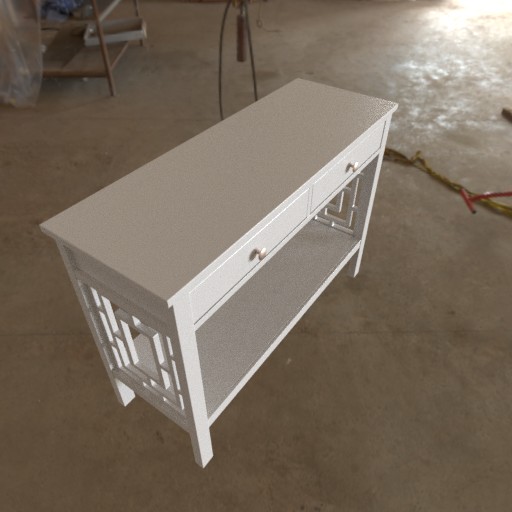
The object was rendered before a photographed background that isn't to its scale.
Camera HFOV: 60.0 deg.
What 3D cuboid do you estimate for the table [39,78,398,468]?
[{"bbox_3d":[0.000,0.000,1.453,0.397,0.753,1.068,26,48,26],"label":"table"}]
